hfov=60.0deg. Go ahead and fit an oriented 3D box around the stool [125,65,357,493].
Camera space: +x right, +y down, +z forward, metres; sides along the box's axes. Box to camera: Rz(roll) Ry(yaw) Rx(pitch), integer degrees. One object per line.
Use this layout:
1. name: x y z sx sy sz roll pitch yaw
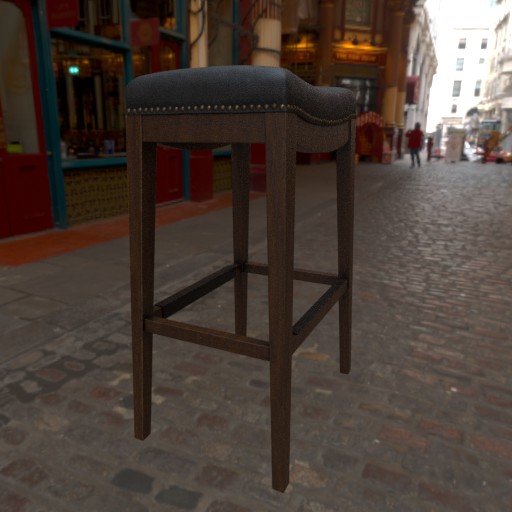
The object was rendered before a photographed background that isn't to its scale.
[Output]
1. stool: 0.000 0.000 1.027 0.361 0.765 0.500 7 17 25
